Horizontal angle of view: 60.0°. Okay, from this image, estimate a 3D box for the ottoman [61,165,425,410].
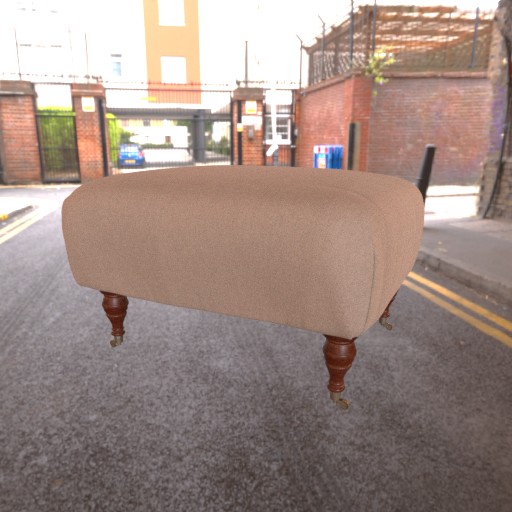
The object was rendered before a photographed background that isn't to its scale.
[{"bbox_3d":[0.000,0.000,1.134,0.746,0.450,0.639,7,15,27],"label":"ottoman"}]
